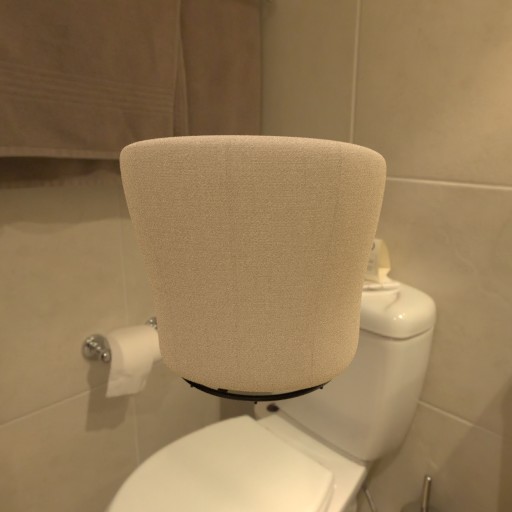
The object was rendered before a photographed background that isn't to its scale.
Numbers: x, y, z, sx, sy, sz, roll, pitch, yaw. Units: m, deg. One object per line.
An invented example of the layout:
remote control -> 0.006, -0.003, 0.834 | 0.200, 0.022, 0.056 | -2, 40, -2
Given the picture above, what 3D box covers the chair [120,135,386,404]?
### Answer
chair -> 0.000, 0.000, 1.458 | 0.791, 0.771, 0.815 | 2, 16, 8
